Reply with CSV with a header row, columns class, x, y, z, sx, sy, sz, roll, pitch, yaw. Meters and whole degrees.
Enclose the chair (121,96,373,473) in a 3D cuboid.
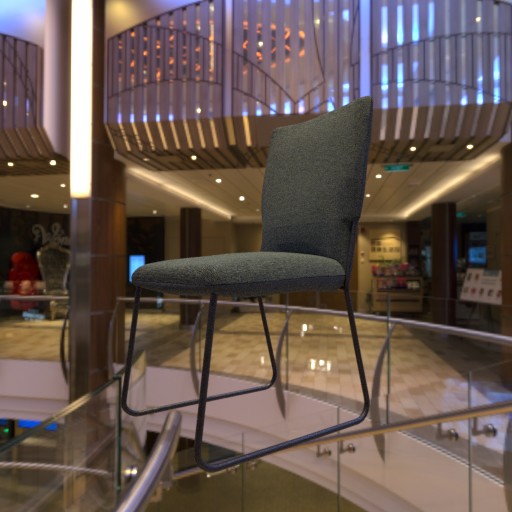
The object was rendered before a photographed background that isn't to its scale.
class,x,y,z,sx,sy,sz,roll,pitch,yaw
chair,0.000,0.000,1.282,0.635,0.931,0.480,1,-1,-37
